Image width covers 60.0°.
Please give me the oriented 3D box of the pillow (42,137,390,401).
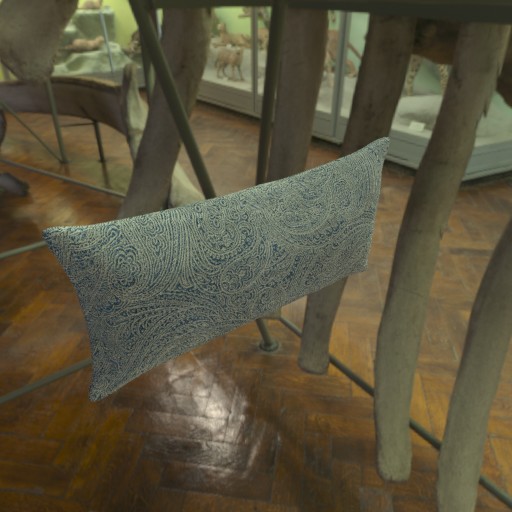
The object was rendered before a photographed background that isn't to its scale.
[{"bbox_3d":[0.000,0.000,0.744,0.615,0.295,0.151,-21,37,-30],"label":"pillow"}]
